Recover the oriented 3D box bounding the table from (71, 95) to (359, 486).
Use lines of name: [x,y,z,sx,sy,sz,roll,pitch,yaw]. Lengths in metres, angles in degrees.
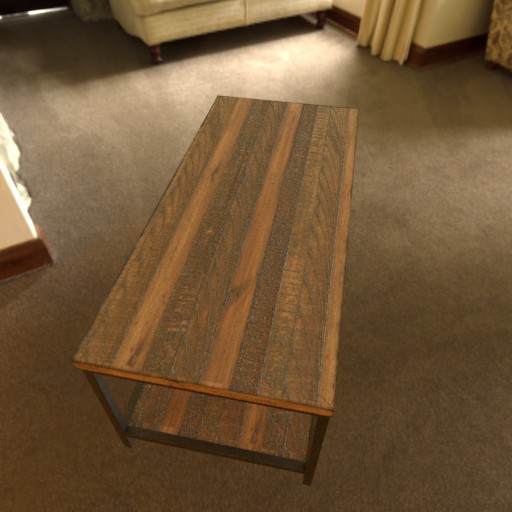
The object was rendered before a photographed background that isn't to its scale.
table: [0.000,0.000,1.212,0.452,0.399,0.990,8,47,8]
